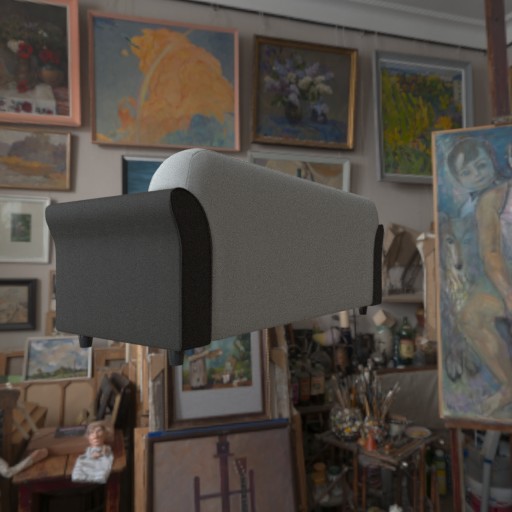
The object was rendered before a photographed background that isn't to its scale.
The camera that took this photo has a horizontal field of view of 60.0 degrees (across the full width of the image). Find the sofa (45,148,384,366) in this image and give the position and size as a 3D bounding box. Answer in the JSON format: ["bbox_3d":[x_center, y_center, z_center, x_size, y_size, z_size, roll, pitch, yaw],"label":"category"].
[{"bbox_3d":[0.000,0.000,2.452,0.755,0.787,2.001,0,0,35],"label":"sofa"}]
